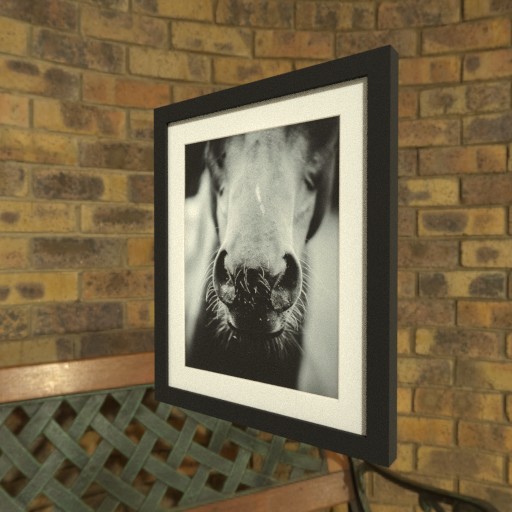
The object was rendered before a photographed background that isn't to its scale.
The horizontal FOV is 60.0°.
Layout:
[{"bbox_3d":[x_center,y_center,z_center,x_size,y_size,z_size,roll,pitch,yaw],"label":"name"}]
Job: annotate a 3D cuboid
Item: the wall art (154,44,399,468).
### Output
[{"bbox_3d":[0.000,0.000,0.730,0.457,0.559,0.033,1,1,36],"label":"wall art"}]
